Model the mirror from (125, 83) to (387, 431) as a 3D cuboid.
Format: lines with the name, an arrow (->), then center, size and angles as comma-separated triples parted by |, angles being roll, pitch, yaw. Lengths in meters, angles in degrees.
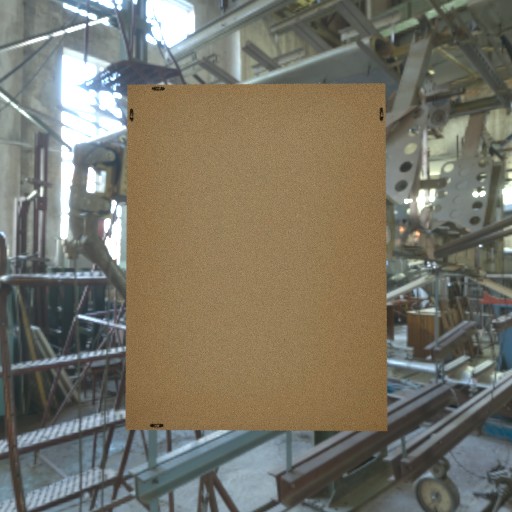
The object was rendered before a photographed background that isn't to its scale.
mirror -> 0.000, 0.000, 1.314 | 0.762, 1.016, 0.040 | 0, -1, 1
